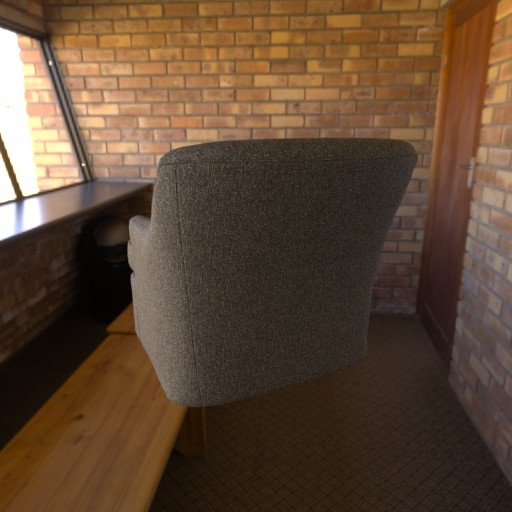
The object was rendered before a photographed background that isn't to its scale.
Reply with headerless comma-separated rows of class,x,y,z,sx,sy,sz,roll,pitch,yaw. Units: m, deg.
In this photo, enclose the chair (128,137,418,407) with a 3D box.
chair,0.000,0.000,1.639,0.864,0.856,0.923,-8,17,-26
